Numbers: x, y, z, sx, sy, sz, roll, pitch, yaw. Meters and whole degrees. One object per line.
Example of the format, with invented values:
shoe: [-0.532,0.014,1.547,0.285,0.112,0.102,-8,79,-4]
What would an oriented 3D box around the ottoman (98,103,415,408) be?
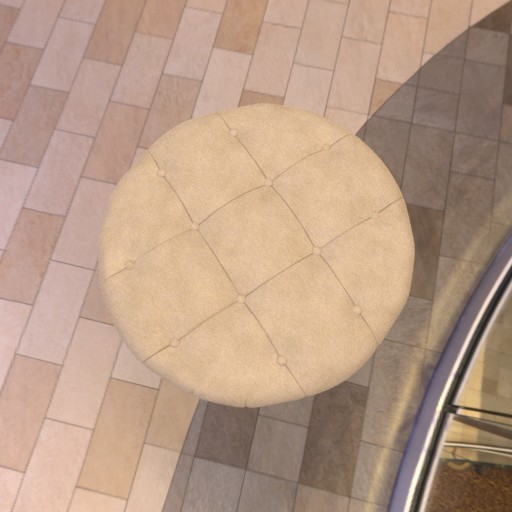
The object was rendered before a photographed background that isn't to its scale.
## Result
ottoman: [0.000,0.000,1.402,0.901,0.439,0.901,0,75,0]
